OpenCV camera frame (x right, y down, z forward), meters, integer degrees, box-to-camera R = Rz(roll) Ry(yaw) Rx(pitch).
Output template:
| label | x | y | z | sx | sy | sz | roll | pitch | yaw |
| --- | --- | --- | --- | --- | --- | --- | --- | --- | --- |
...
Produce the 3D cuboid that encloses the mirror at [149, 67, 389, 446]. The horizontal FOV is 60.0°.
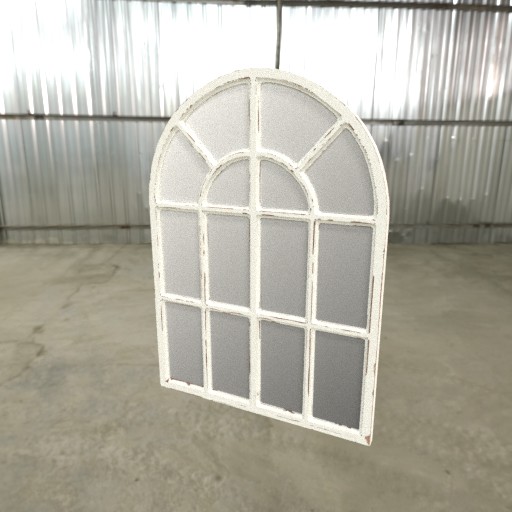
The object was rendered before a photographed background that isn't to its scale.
| label | x | y | z | sx | sy | sz | roll | pitch | yaw |
| --- | --- | --- | --- | --- | --- | --- | --- | --- | --- |
| mirror | 0.000 | 0.000 | 1.166 | 0.660 | 0.920 | 0.032 | 7 | 16 | 25 |
